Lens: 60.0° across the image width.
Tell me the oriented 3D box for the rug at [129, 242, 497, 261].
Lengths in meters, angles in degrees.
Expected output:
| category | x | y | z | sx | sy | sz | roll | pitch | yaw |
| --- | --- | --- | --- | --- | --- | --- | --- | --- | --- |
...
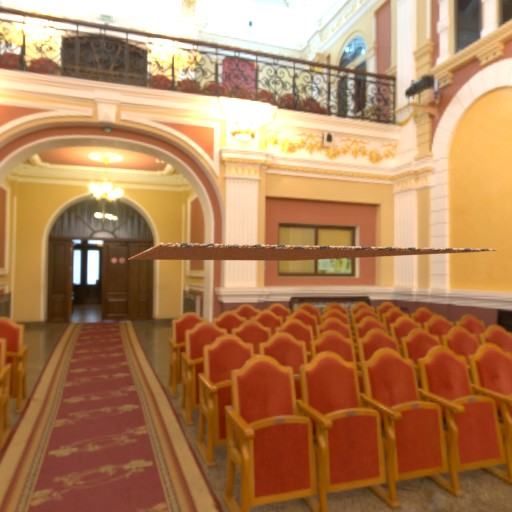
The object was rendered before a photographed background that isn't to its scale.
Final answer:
| category | x | y | z | sx | sy | sz | roll | pitch | yaw |
| --- | --- | --- | --- | --- | --- | --- | --- | --- | --- |
| rug | 0.000 | 0.000 | 2.932 | 1.533 | 0.010 | 2.428 | 1 | -2 | -19 |
